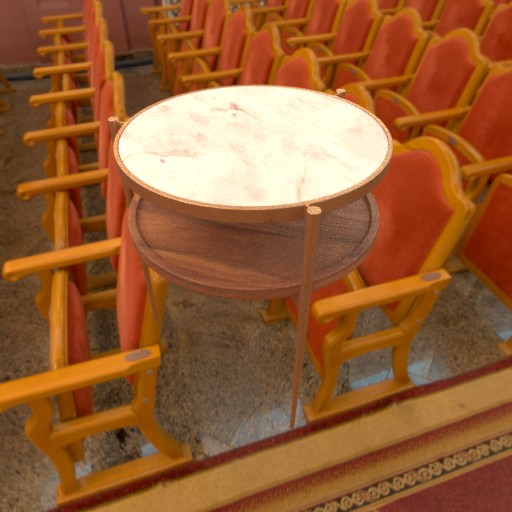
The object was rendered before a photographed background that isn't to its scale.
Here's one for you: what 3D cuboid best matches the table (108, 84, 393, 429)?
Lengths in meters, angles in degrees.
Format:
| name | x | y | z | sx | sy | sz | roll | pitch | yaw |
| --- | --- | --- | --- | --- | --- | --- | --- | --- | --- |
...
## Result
| name | x | y | z | sx | sy | sz | roll | pitch | yaw |
| --- | --- | --- | --- | --- | --- | --- | --- | --- | --- |
| table | 0.000 | 0.000 | 0.835 | 0.430 | 0.493 | 0.456 | -12 | 42 | -14 |
